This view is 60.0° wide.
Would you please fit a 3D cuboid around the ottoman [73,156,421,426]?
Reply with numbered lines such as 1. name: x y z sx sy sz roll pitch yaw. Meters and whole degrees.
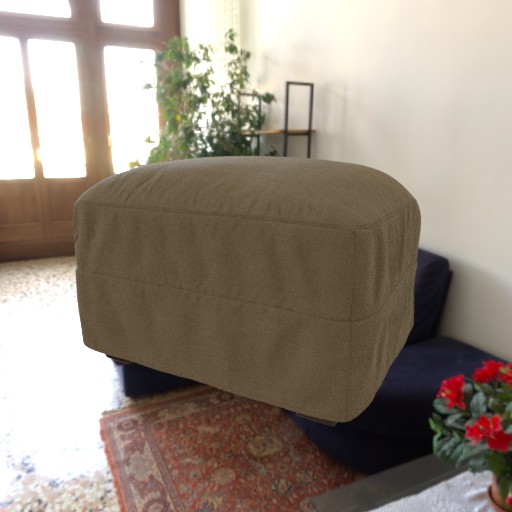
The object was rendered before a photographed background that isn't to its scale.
1. ottoman: 0.000 0.000 1.093 0.712 0.480 0.584 8 16 27
